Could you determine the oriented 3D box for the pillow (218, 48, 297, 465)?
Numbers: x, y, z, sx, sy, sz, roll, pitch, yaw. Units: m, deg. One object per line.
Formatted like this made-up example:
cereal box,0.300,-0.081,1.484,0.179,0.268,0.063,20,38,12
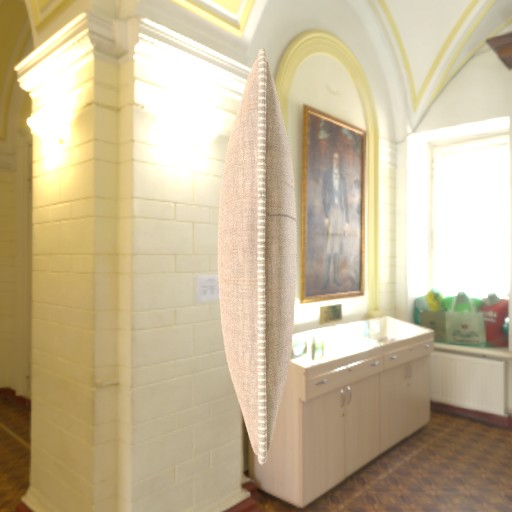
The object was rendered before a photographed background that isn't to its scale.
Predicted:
pillow,0.000,0.000,0.740,0.124,0.494,0.485,0,-1,-2
